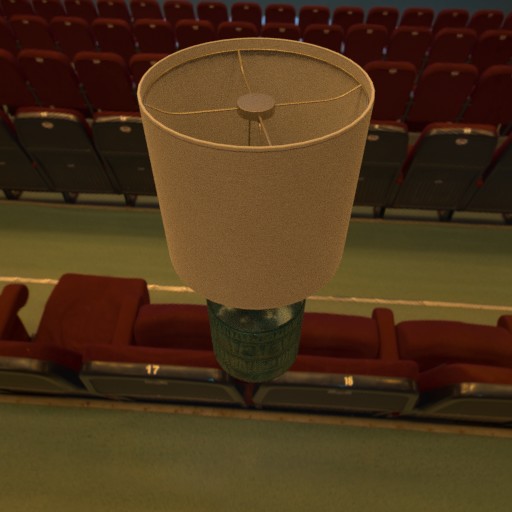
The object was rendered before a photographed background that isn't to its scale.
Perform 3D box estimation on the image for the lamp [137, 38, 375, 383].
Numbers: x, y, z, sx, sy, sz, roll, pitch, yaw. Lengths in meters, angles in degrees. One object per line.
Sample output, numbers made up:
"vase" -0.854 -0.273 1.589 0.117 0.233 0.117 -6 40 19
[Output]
"lamp" 0.000 0.000 0.565 0.211 0.455 0.211 2 47 2
